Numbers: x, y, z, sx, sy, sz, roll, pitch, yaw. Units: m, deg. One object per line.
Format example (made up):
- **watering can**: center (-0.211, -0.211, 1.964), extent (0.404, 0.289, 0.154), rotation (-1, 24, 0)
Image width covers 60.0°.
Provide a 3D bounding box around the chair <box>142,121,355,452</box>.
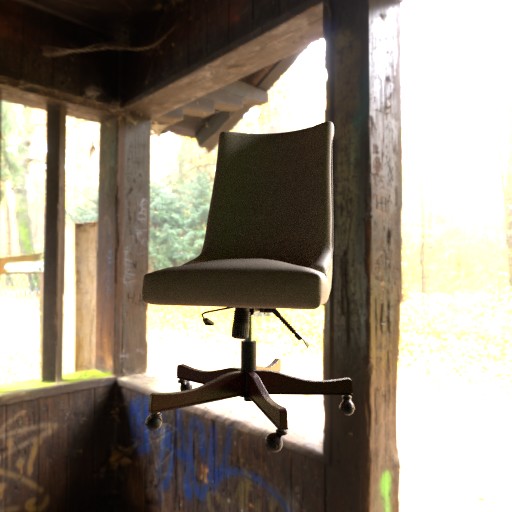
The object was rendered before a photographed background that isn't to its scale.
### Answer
- **chair**: center (0.000, 0.000, 1.489), extent (0.645, 1.010, 0.696), rotation (0, -1, 17)
